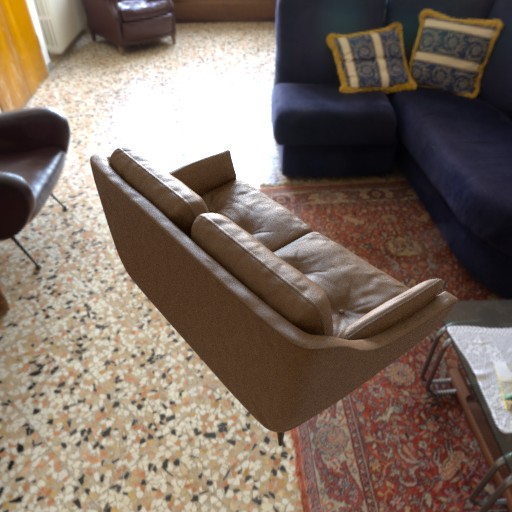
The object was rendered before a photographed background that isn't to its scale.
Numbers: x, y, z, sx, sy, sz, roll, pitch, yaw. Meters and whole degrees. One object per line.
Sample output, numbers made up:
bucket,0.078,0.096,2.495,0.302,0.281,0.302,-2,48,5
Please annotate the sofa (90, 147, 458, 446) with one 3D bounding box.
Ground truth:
sofa,0.000,0.000,2.296,0.981,0.886,1.731,-28,48,-29
